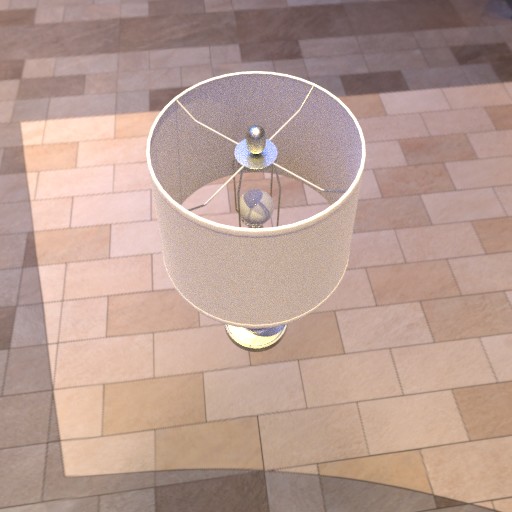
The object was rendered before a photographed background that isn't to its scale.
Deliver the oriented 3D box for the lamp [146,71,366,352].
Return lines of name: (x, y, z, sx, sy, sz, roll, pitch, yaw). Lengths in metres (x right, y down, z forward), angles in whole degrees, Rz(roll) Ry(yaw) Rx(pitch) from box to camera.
lamp: (0.000, 0.000, 0.967, 0.383, 0.733, 0.383, 0, 59, 0)
